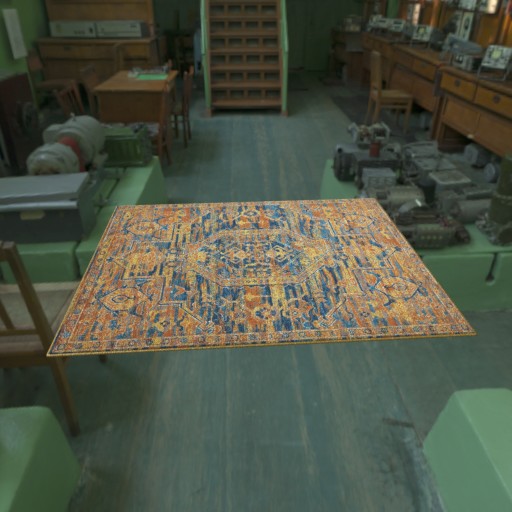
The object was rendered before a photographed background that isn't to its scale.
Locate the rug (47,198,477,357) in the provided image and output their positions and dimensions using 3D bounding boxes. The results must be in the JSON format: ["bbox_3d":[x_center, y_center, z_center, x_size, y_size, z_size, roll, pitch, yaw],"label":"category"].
[{"bbox_3d":[0.000,0.000,4.146,3.040,0.031,2.435,-2,31,-4],"label":"rug"}]
